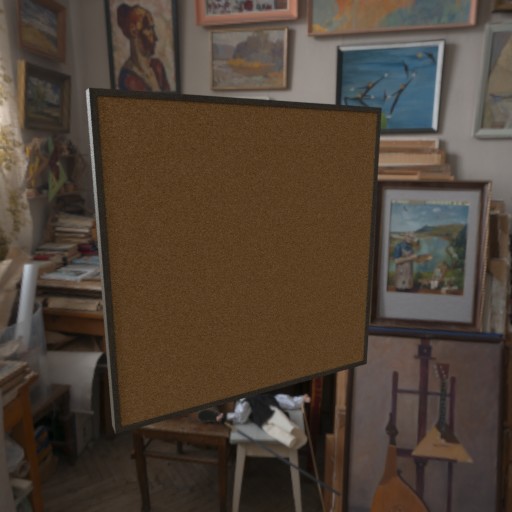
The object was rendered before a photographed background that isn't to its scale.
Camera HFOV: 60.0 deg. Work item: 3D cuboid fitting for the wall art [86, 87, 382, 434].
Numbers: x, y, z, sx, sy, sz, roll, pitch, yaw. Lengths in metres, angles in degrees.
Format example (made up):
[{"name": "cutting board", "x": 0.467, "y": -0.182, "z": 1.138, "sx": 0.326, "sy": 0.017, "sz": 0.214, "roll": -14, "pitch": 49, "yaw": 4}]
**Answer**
[{"name": "wall art", "x": 0.000, "y": 0.000, "z": 1.135, "sx": 0.758, "sy": 0.758, "sz": 0.039, "roll": -7, "pitch": 14, "yaw": -27}]
